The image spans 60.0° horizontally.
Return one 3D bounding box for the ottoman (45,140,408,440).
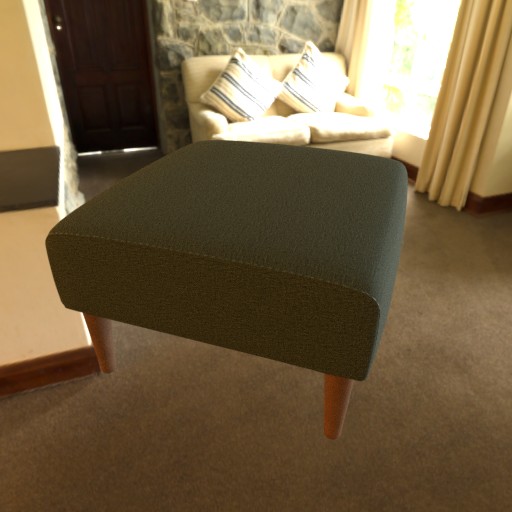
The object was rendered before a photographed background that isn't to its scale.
[{"bbox_3d":[0.000,0.000,1.067,0.649,0.398,0.650,10,32,17],"label":"ottoman"}]
